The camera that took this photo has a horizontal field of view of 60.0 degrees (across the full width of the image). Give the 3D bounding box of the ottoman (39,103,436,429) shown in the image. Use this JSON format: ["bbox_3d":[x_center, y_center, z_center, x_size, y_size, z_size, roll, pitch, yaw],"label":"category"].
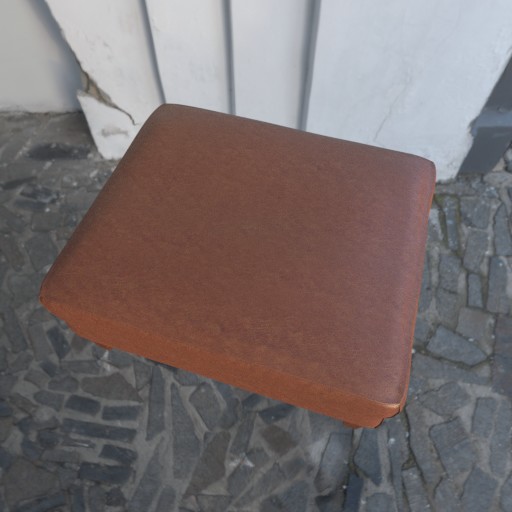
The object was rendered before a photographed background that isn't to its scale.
[{"bbox_3d":[0.000,0.000,1.446,0.987,0.472,0.836,15,59,9],"label":"ottoman"}]
